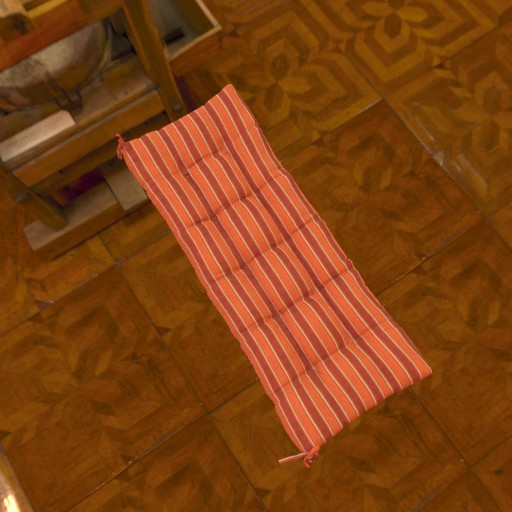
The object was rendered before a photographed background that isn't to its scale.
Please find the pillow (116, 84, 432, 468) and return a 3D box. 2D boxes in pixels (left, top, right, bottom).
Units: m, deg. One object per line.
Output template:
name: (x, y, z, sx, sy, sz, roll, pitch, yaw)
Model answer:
pillow: (0.000, 0.000, 1.380, 0.511, 0.174, 1.194, -31, 77, -8)
